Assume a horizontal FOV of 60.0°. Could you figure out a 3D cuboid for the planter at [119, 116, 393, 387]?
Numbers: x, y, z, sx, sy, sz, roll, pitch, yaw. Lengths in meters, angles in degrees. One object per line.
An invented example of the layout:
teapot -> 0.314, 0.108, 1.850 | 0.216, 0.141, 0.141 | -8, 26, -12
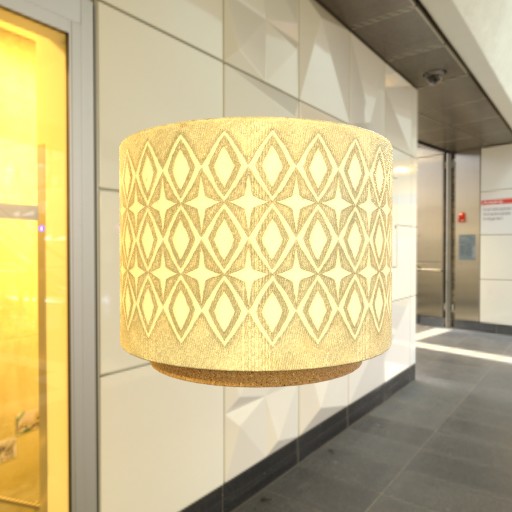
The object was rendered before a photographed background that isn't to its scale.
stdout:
planter -> 0.000, 0.000, 0.317 | 0.186, 0.144, 0.186 | 0, 1, 0
